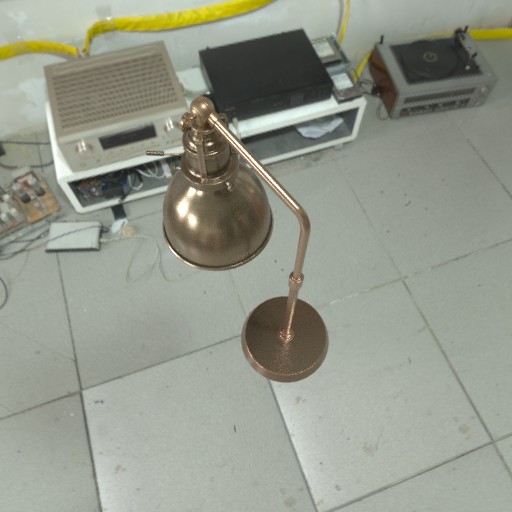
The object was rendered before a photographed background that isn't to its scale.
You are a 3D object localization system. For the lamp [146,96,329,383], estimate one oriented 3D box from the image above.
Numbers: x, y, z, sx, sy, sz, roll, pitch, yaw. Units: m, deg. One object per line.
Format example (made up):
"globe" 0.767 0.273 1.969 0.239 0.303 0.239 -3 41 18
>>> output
"lamp" 0.000 0.000 0.592 0.286 0.456 0.153 37 69 17
